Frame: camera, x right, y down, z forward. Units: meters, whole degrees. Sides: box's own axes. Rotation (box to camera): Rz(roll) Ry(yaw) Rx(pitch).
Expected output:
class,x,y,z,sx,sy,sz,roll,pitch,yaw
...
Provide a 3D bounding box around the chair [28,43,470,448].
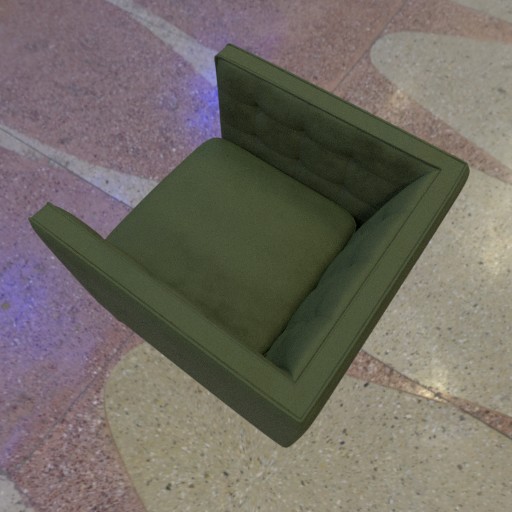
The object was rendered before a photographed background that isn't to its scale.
class,x,y,z,sx,sy,sz,roll,pitch,yaw
chair,0.000,0.000,1.527,0.894,0.790,0.880,33,68,16
